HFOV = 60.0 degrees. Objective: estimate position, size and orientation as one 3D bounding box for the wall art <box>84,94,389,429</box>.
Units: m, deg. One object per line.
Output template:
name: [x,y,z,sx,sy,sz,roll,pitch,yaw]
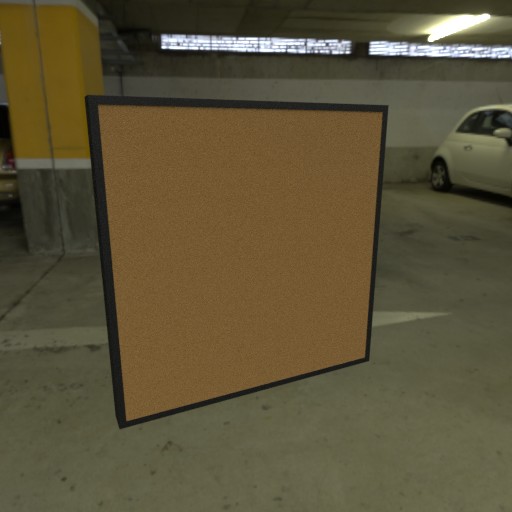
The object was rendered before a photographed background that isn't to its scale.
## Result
wall art: [0.000,0.000,0.771,0.509,0.509,0.040,-7,17,-25]
